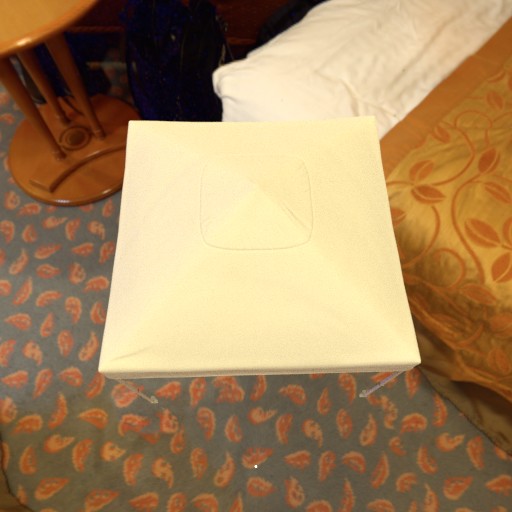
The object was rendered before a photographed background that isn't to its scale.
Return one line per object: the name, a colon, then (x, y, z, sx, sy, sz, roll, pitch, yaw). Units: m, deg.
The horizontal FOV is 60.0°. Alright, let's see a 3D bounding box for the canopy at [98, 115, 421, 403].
canopy: (0.000, 0.000, 5.375, 2.998, 2.997, 2.996, -1, 65, -1)
